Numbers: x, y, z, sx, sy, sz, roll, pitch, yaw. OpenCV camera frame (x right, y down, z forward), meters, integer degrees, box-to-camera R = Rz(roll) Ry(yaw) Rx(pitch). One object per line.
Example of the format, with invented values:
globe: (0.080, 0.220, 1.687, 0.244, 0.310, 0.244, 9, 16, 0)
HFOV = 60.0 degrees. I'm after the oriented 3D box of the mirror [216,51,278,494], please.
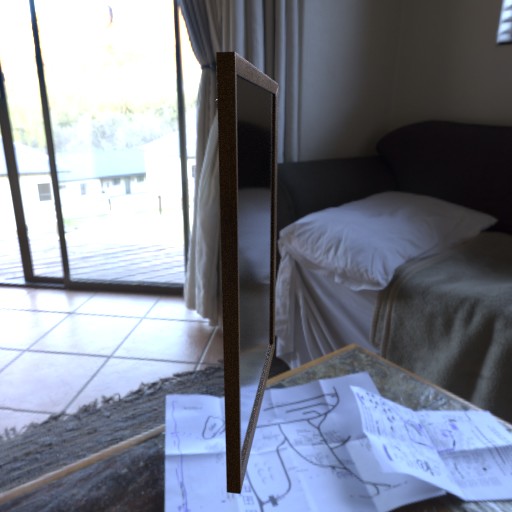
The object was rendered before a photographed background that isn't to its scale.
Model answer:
mirror: (0.000, 0.000, 1.325, 0.040, 1.016, 0.762, 3, 17, 8)
